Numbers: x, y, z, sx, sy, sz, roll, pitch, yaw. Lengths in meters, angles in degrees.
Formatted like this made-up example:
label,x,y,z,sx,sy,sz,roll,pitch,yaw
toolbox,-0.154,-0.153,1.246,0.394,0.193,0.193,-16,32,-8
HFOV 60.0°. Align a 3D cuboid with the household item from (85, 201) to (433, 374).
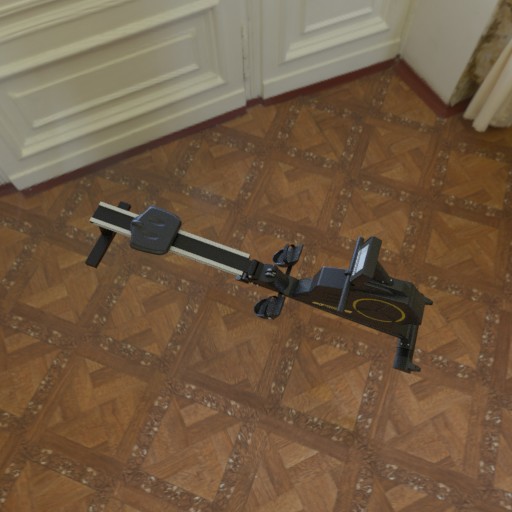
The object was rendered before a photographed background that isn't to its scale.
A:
label,x,y,z,sx,sy,sz,roll,pitch,yaw
household item,0.000,0.000,2.596,2.251,0.810,0.521,17,65,9
